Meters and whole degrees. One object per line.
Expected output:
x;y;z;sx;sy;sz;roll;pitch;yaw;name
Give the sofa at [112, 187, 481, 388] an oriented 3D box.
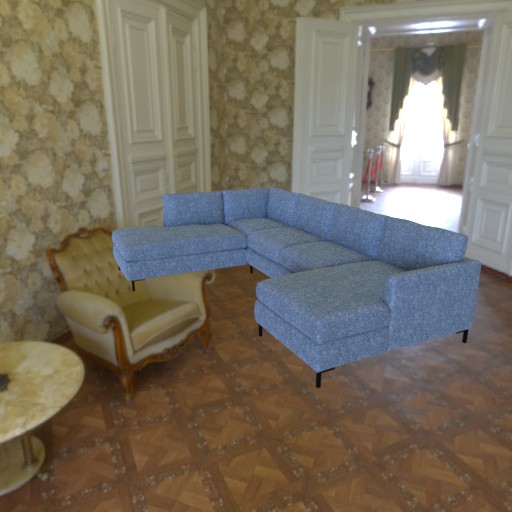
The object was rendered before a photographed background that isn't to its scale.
0.000;0.000;3.603;1.879;0.756;2.737;-8;18;-25;sofa
